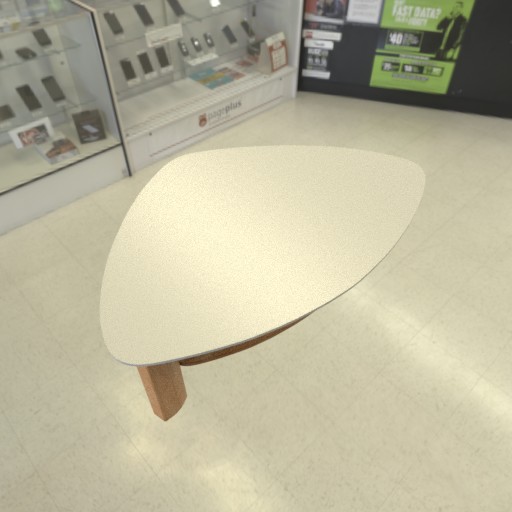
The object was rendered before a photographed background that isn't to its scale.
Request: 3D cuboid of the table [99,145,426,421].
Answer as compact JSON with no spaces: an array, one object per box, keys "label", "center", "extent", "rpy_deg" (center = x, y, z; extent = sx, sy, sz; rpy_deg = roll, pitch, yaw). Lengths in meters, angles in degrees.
[{"label":"table","center":[0.000,0.000,1.621],"extent":[1.250,0.440,0.850],"rpy_deg":[-32,54,-27]}]
